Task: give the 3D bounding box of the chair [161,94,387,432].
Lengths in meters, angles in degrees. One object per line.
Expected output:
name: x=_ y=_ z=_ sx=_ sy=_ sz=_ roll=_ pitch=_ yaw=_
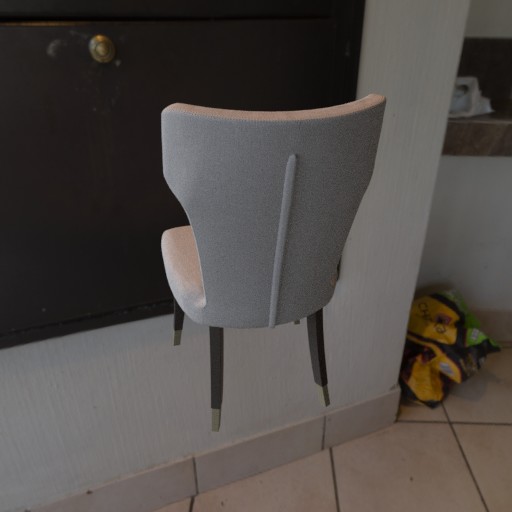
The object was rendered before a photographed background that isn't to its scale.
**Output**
chair: x=0.000 y=0.000 z=1.330 sx=0.526 sy=0.950 sz=0.630 roll=-8 pitch=28 yaw=-14
